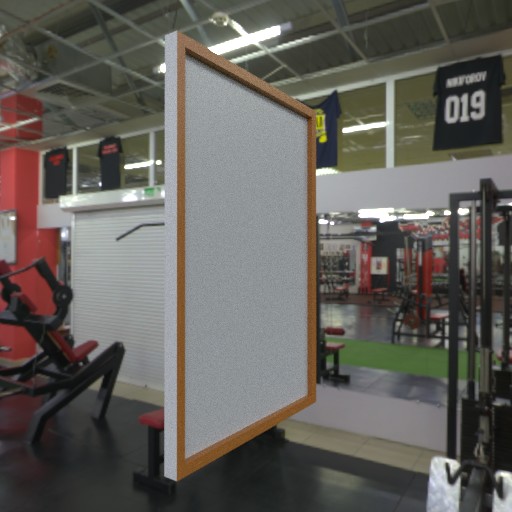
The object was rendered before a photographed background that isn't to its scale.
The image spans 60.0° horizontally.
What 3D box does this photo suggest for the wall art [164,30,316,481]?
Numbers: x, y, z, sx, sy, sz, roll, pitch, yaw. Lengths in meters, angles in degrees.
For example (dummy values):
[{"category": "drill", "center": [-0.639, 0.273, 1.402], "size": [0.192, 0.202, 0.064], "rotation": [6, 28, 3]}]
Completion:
[{"category": "wall art", "center": [0.000, 0.000, 1.159], "size": [0.037, 0.916, 0.610], "rotation": [0, 0, 35]}]
